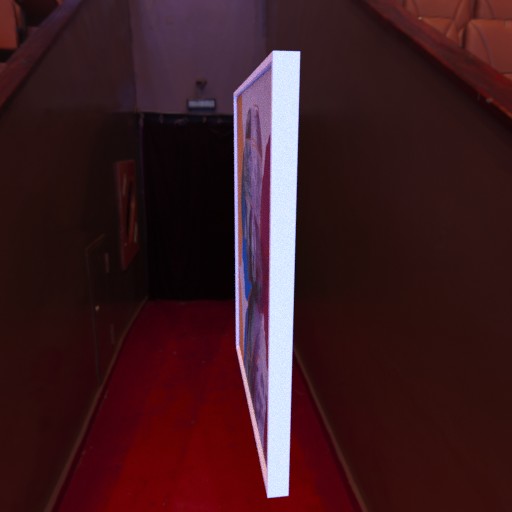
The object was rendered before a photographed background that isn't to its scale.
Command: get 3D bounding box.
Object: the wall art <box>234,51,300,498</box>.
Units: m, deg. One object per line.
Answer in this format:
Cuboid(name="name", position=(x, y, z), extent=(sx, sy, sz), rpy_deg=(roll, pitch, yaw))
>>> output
Cuboid(name="wall art", position=(0.000, 0.000, 0.734), extent=(0.030, 0.549, 0.443), rpy_deg=(-2, 15, -8))
